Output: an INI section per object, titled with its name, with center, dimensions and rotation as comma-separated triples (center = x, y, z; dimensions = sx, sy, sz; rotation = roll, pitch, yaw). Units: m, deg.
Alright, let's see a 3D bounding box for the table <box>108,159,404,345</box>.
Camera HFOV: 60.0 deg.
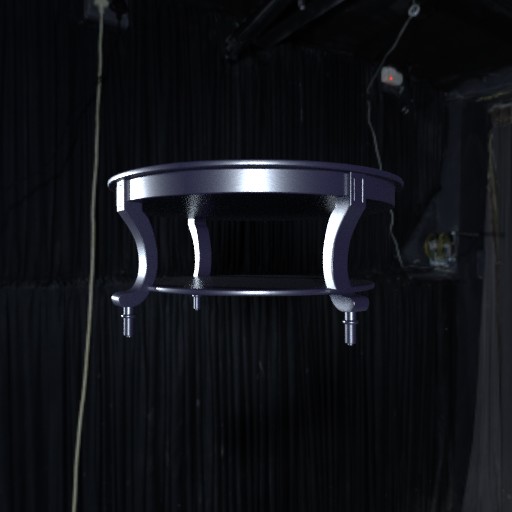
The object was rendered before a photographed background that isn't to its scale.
[table]
center = 0.000, 0.000, 1.620
dimensions = 1.029, 0.491, 1.029
rotation = 0, 0, 0
